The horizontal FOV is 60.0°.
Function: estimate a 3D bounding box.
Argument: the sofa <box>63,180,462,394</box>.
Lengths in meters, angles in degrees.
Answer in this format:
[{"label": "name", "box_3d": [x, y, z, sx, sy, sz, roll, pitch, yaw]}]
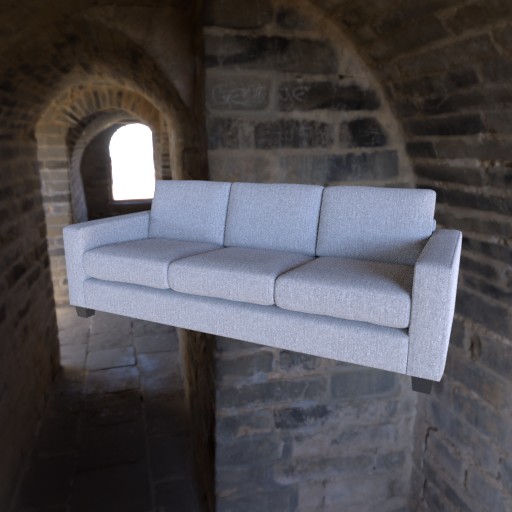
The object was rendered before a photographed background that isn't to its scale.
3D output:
[{"label": "sofa", "box_3d": [0.000, 0.000, 2.563, 2.120, 0.800, 0.900, 7, 15, 26]}]
